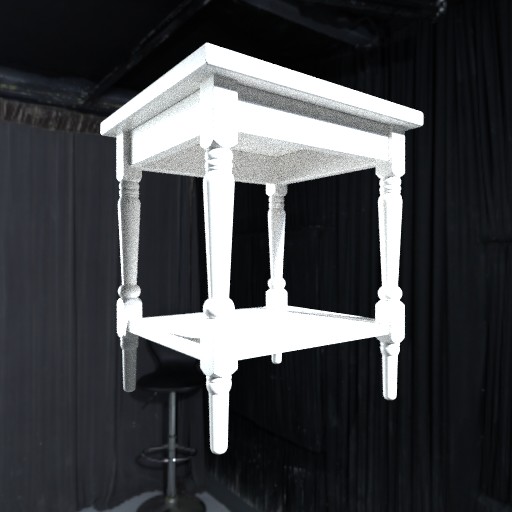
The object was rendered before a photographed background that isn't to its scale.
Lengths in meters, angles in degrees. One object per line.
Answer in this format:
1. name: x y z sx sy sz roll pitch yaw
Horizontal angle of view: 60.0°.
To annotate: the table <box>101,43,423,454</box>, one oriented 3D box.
1. table: 0.000 0.000 0.901 0.488 0.565 0.442 0 0 -36
